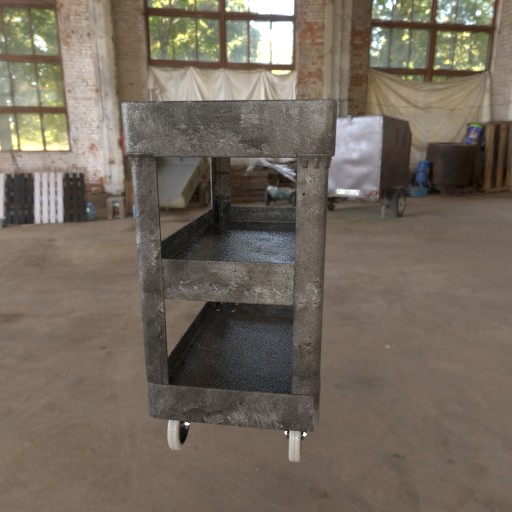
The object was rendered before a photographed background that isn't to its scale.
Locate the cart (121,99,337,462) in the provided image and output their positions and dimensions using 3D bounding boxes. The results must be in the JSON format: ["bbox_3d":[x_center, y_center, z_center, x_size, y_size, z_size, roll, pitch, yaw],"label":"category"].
[{"bbox_3d":[0.000,0.000,1.339,0.420,0.824,0.877,2,15,8],"label":"cart"}]
